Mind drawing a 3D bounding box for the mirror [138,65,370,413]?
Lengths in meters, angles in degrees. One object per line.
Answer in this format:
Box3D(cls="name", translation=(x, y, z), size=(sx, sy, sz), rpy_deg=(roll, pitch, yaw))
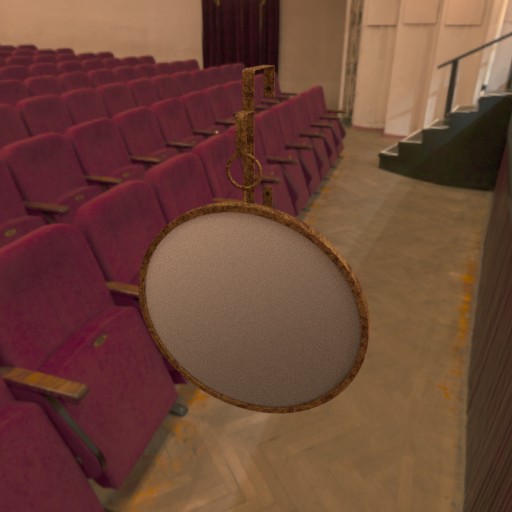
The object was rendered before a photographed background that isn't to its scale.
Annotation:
Box3D(cls="mirror", translation=(0.000, 0.000, 0.830), size=(0.447, 0.651, 0.144), rpy_deg=(9, 28, 16))
